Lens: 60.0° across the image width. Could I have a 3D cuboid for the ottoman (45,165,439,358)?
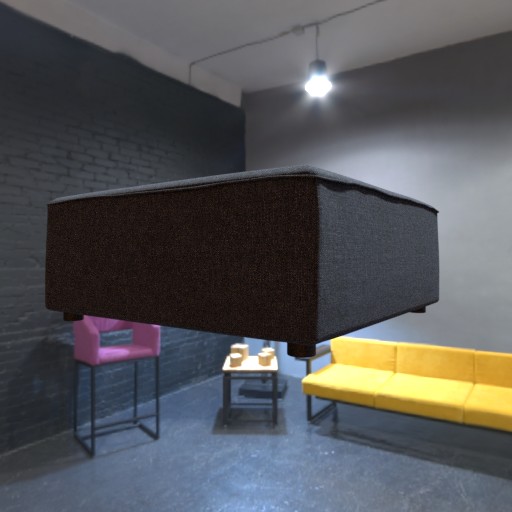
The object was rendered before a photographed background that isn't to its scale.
[{"bbox_3d":[0.000,0.000,1.563,1.023,0.423,1.017,0,0,36],"label":"ottoman"}]
